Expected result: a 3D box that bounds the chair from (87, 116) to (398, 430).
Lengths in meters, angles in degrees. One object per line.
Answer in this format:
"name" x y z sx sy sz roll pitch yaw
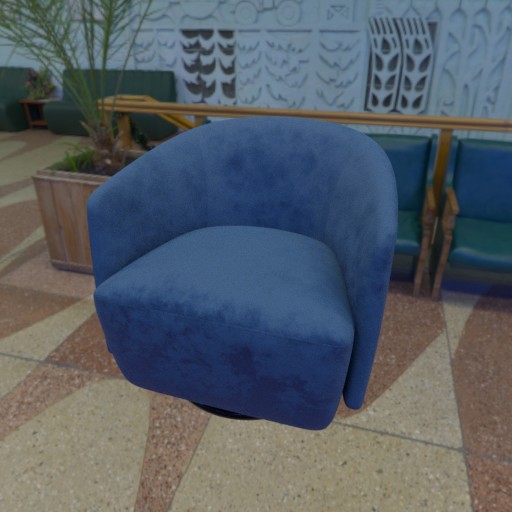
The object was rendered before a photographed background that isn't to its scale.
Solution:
"chair" 0.000 0.000 1.335 0.773 0.698 0.767 8 28 16
